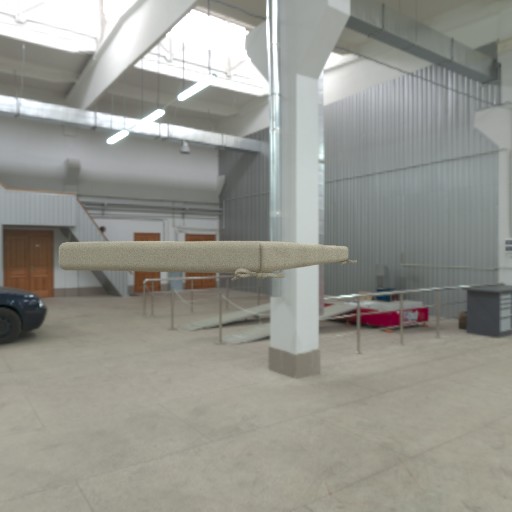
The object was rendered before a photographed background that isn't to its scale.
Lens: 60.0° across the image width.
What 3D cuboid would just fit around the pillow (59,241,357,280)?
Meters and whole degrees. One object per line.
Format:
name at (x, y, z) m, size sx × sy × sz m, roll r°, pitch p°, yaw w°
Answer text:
pillow at (0.000, 0.000, 1.385) m, size 0.492 × 0.081 × 1.187 m, roll 0°, pitch 1°, yaw 19°
